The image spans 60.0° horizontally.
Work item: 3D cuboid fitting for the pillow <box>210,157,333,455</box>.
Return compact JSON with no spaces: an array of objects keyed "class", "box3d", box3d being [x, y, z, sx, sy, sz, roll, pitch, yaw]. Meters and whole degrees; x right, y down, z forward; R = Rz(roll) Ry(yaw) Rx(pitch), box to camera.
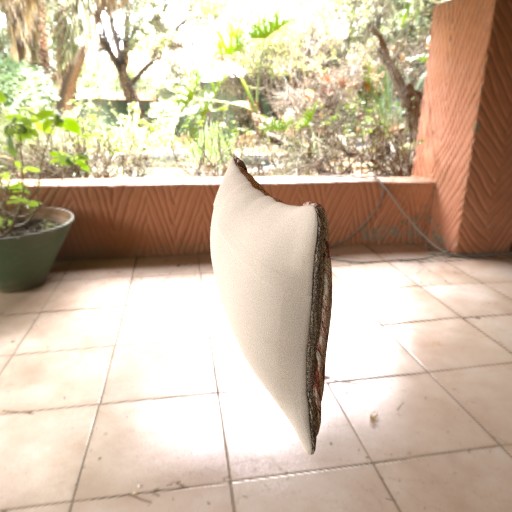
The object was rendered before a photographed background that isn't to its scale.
[{"class":"pillow","box3d":[0.000,0.000,0.745,0.139,0.282,0.635,-3,17,-10]}]
